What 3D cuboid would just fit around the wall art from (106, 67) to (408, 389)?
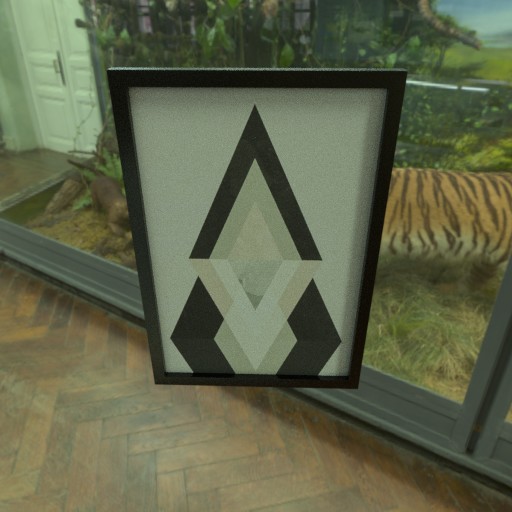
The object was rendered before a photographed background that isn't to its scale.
[{"bbox_3d":[0.000,0.000,0.581,0.314,0.455,0.019,1,29,2],"label":"wall art"}]
